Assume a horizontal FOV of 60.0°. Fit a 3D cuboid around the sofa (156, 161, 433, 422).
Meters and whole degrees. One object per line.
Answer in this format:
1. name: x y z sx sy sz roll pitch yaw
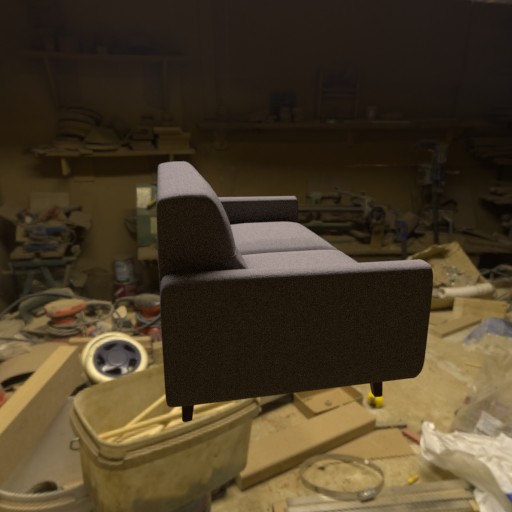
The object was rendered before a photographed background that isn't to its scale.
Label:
1. sofa: 0.000 0.000 2.159 0.909 0.841 1.631 -3 16 -11
